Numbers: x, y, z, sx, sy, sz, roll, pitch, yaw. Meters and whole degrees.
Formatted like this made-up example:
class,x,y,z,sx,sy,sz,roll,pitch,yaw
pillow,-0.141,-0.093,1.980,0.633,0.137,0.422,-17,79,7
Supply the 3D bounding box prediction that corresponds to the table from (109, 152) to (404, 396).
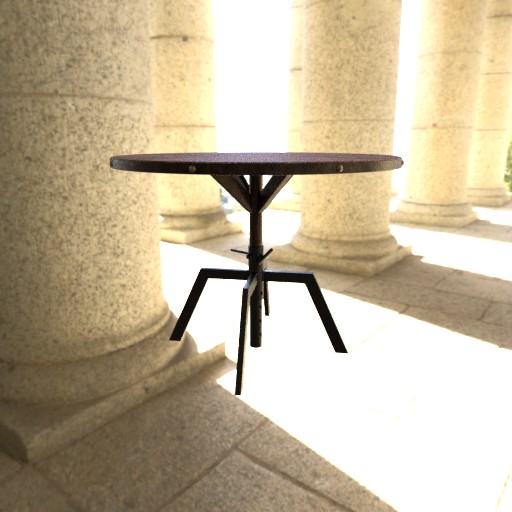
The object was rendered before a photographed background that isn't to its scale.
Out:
class,x,y,z,sx,sy,sz,roll,pitch,yaw
table,0.000,0.000,1.488,0.885,0.658,0.885,0,15,0
